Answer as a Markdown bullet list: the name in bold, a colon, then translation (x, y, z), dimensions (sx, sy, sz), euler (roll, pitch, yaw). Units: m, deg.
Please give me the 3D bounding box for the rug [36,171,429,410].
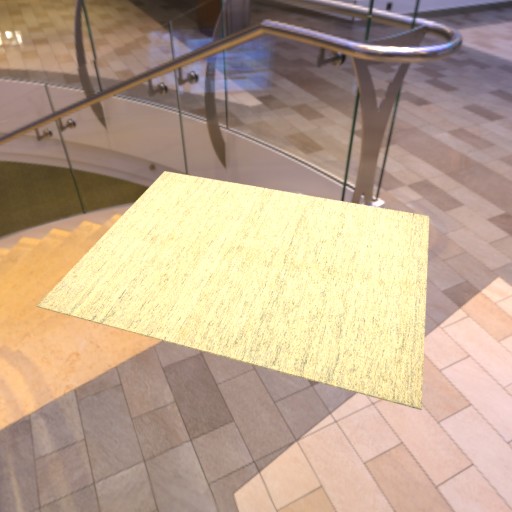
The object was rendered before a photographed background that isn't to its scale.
- **rug**: translation (0.000, 0.000, 4.334), dimensions (3.201, 0.014, 2.437), euler (12, 42, 13)
